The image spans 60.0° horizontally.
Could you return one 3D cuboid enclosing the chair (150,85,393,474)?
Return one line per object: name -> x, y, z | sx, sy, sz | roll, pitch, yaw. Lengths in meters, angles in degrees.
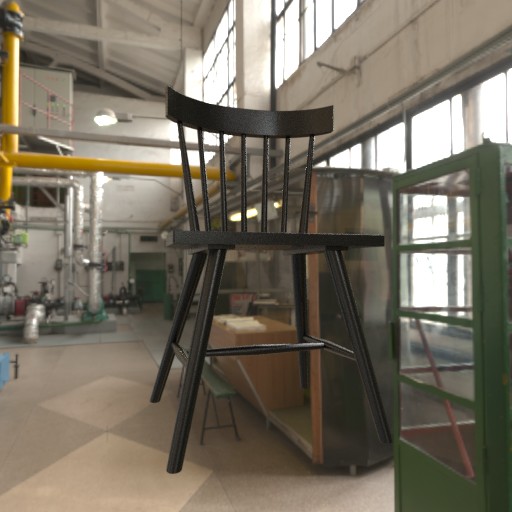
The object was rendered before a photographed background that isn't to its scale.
chair -> 0.000, 0.000, 1.156 | 0.506, 0.844, 0.483 | 0, -1, -17
